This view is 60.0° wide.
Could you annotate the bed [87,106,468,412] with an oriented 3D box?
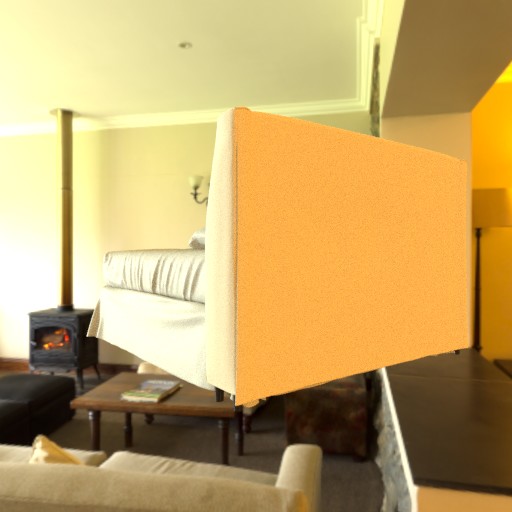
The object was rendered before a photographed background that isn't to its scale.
[{"bbox_3d":[0.000,0.000,3.333,1.925,1.332,2.276,0,1,-37],"label":"bed"}]
